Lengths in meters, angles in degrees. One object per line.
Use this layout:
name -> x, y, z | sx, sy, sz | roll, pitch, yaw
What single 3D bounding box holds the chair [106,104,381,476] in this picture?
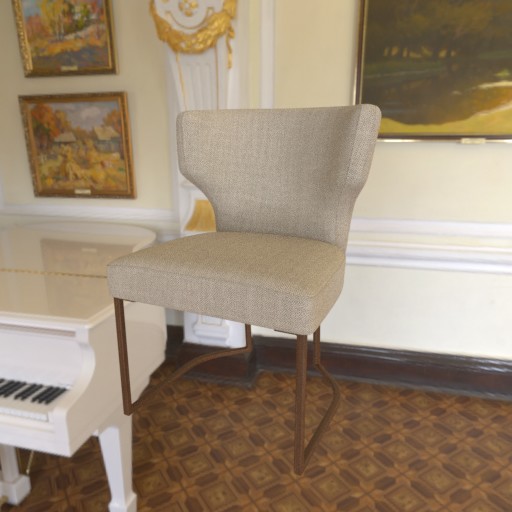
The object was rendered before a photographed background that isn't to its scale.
chair -> 0.000, 0.000, 1.251 | 0.611, 0.824, 0.617 | 7, 16, 25
